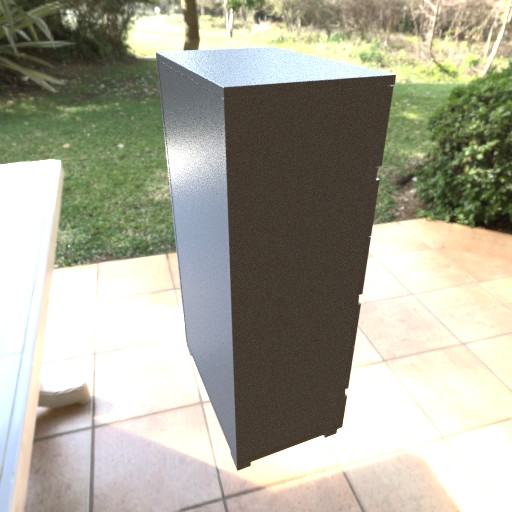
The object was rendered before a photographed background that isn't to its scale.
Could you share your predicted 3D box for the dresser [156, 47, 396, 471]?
[{"bbox_3d":[0.000,0.000,1.469,0.400,1.190,0.650,-12,33,-19],"label":"dresser"}]
